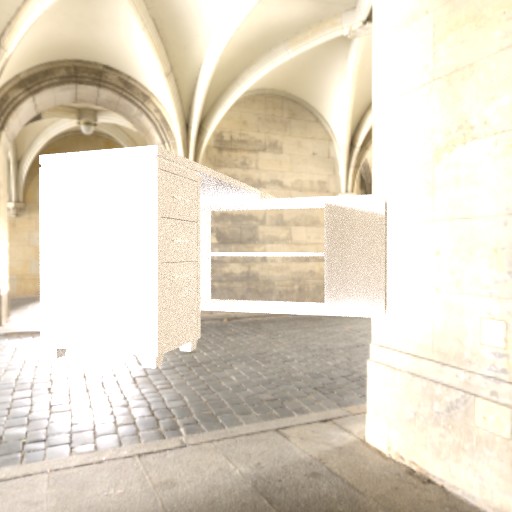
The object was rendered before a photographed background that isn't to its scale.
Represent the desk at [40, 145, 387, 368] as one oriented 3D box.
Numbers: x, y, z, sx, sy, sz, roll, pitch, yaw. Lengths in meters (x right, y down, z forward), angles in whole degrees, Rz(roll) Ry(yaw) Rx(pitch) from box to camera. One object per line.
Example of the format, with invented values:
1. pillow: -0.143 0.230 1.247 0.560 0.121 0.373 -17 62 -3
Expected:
1. desk: 0.000 0.000 2.194 1.199 0.759 1.524 0 0 18
